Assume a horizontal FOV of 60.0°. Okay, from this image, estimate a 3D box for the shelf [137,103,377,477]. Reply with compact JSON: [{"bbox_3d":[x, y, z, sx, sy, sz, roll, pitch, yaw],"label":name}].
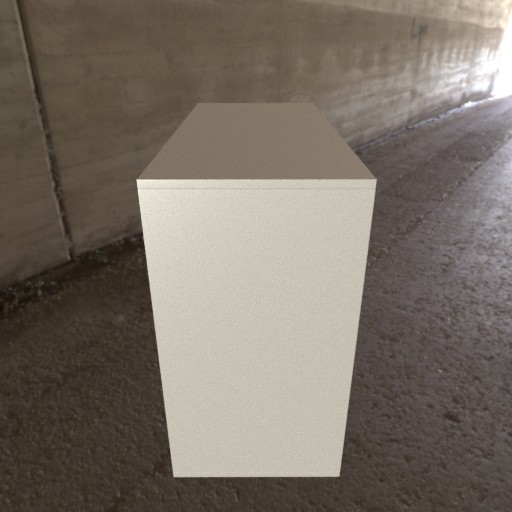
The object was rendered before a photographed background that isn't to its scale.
[{"bbox_3d":[0.000,0.000,1.294,0.396,0.732,0.895,0,27,0],"label":"shelf"}]
